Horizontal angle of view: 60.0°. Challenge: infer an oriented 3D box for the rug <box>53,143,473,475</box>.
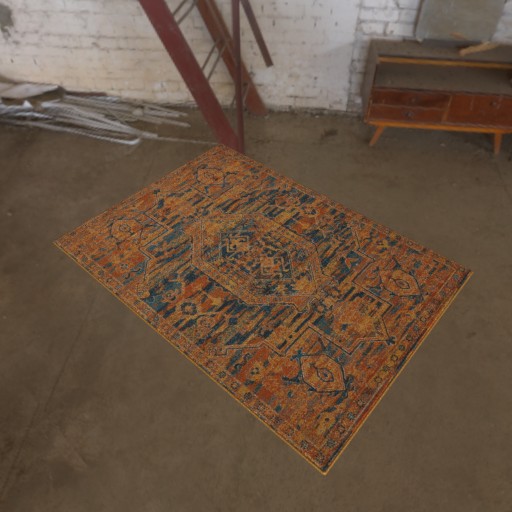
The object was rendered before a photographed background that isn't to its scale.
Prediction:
[{"bbox_3d":[0.000,0.000,2.844,2.204,0.024,1.588,33,54,27],"label":"rug"}]
